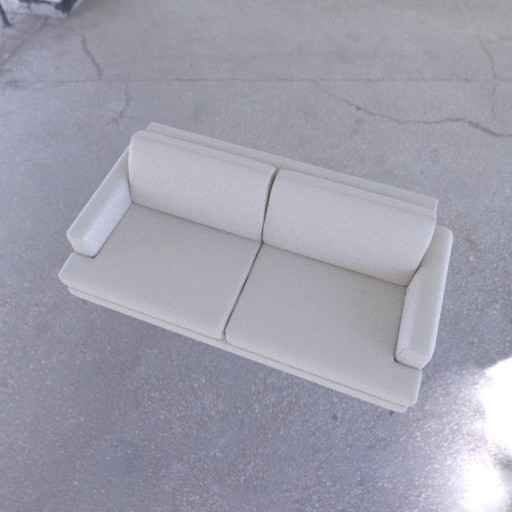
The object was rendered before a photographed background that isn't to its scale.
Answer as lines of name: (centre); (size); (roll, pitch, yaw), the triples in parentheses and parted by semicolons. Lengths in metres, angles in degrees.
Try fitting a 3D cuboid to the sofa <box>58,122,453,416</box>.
sofa: (0.000, 0.000, 2.420); (1.940, 0.765, 0.974); (18, 60, 10)
